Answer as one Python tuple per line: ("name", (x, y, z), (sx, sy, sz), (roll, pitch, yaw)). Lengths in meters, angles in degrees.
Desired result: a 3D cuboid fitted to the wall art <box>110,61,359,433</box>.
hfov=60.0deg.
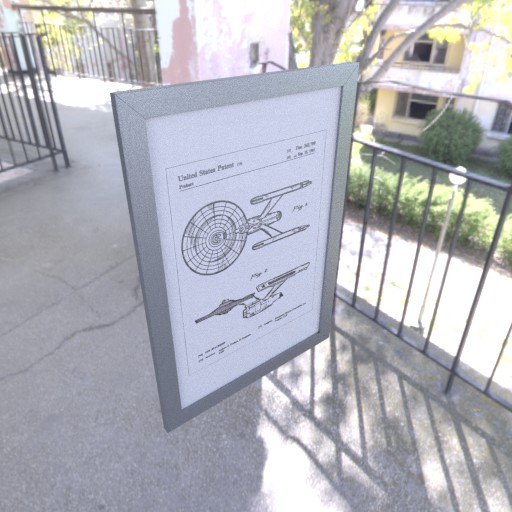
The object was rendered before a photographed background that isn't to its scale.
("wall art", (0.000, 0.000, 0.691), (0.376, 0.529, 0.013), (-22, 37, -32))
